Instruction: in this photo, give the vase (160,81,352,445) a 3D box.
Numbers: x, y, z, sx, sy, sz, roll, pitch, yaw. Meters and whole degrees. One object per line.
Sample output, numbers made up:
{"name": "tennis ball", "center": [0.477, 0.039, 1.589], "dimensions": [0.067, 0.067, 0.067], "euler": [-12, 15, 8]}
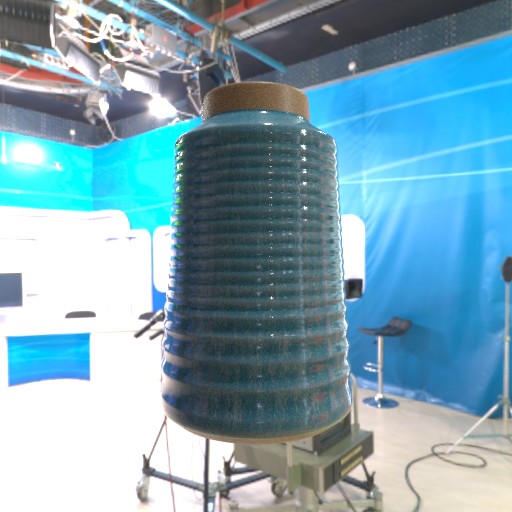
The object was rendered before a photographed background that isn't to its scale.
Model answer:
{"name": "vase", "center": [0.000, 0.000, 0.382], "dimensions": [0.163, 0.267, 0.163], "euler": [0, 1, 0]}
